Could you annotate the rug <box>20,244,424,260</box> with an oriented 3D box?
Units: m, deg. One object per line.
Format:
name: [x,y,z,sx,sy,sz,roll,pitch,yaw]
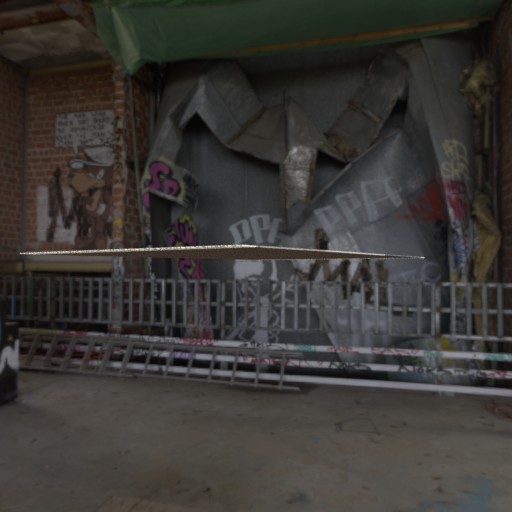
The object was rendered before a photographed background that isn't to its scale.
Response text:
rug: [0.000,0.000,2.295,1.220,0.005,1.828,-1,-2,36]
